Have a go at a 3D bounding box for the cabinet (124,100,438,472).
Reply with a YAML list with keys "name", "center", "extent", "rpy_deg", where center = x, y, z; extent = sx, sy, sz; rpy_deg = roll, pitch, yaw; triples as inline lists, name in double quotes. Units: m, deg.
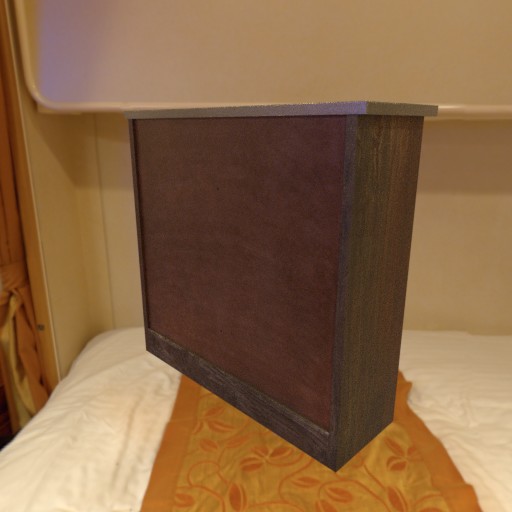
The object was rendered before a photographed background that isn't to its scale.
- name: "cabinet"
  center: [0.000, 0.000, 1.457]
  extent: [0.338, 0.919, 0.968]
  rpy_deg: [-16, 22, -42]
